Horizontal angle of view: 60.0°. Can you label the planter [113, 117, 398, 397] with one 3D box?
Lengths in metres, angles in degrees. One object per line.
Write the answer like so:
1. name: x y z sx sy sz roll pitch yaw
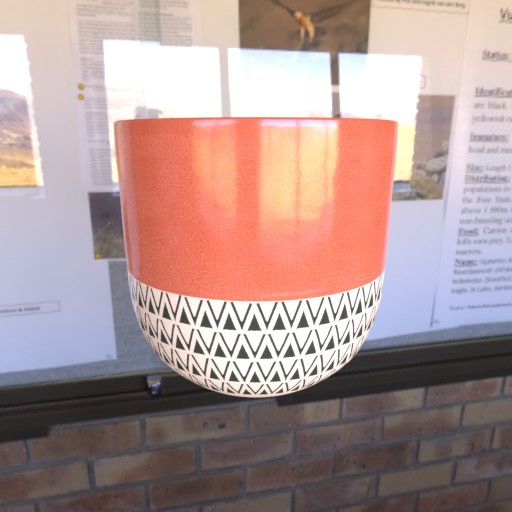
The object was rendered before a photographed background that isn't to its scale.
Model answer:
1. planter: 0.000 0.000 0.467 0.266 0.270 0.266 0 15 0
